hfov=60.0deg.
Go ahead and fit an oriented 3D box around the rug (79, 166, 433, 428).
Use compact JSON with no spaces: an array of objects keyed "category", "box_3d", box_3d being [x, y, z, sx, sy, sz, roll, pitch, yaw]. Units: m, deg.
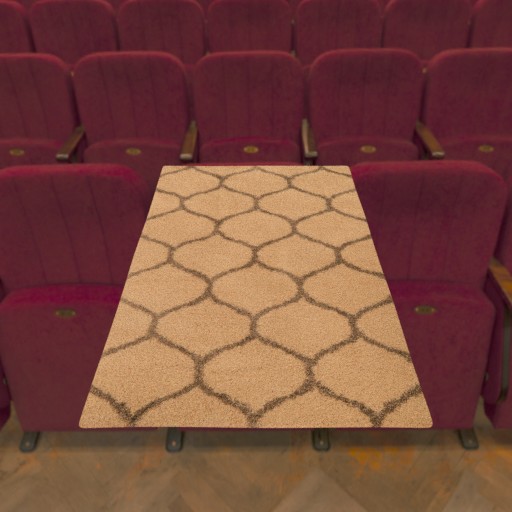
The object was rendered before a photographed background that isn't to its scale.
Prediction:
[{"category":"rug","box_3d":[0.000,0.000,3.273,1.801,0.026,2.701,0,40,0]}]
